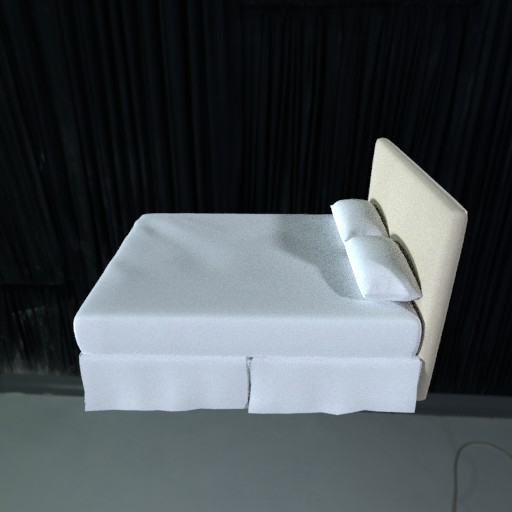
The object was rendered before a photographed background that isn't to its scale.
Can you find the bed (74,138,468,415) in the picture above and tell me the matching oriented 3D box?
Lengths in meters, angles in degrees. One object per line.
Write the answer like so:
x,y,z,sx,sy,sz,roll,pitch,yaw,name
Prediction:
0.000,0.000,3.162,2.142,1.330,1.723,1,27,1,bed
